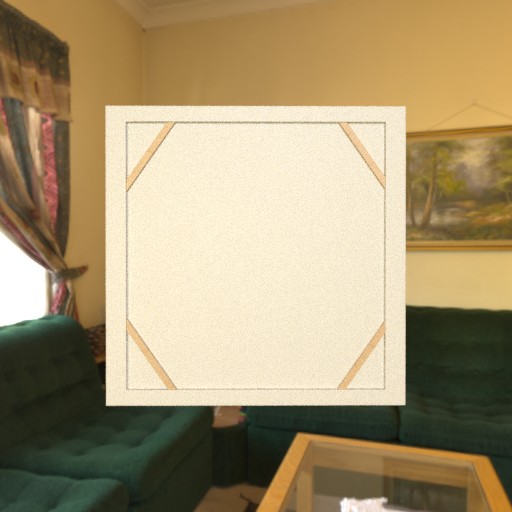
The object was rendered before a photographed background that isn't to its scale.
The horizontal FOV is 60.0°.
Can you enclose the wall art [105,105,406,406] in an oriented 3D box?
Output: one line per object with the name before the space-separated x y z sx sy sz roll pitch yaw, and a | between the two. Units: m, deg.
wall art | 0.000 0.000 1.638 1.092 1.091 0.051 0 0 0
